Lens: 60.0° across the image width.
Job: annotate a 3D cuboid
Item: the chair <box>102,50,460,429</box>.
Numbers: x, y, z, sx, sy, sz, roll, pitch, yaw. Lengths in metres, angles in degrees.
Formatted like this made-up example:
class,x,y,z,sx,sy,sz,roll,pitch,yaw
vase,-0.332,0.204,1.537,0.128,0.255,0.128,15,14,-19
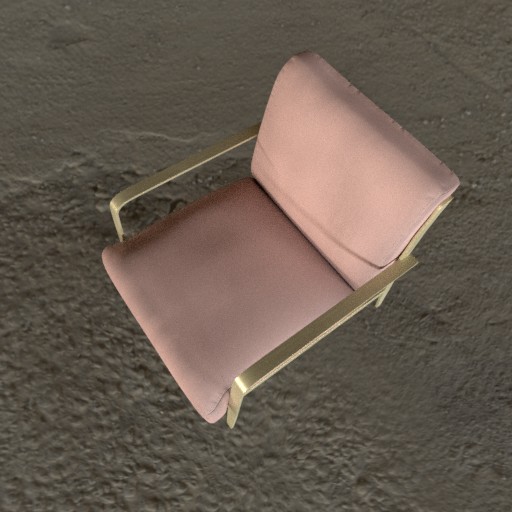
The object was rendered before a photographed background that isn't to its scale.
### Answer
class,x,y,z,sx,sy,sz,roll,pitch,yaw
chair,0.000,0.000,1.448,0.848,0.823,0.701,-33,68,-15
